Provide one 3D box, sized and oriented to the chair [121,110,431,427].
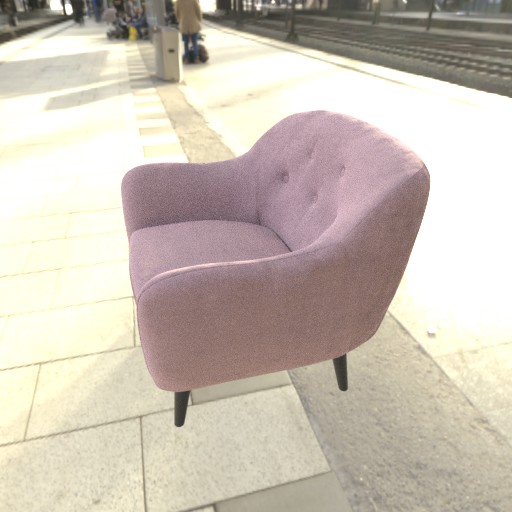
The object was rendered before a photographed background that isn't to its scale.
[{"bbox_3d":[0.000,0.000,1.478,0.820,0.820,0.840,-9,31,-15],"label":"chair"}]
